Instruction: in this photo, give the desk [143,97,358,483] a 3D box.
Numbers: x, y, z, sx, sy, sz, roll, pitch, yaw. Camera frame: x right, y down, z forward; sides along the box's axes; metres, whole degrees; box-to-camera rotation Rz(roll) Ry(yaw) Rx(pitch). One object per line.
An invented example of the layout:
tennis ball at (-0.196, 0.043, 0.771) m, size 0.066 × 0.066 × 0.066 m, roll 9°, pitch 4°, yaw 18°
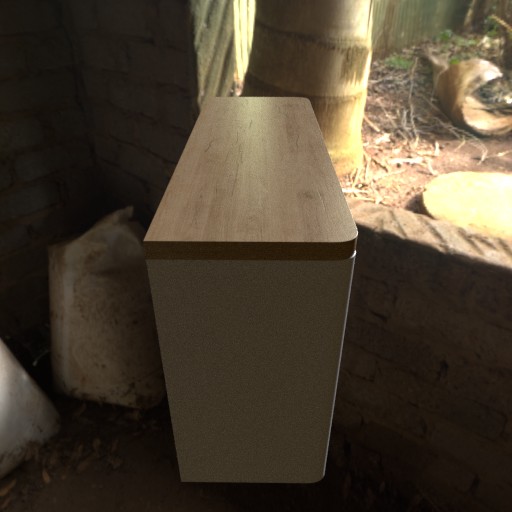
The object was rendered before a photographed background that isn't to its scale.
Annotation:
desk at (0.000, 0.000, 1.457) m, size 0.390 × 0.760 × 1.100 m, roll 0°, pitch 32°, yaw 1°
